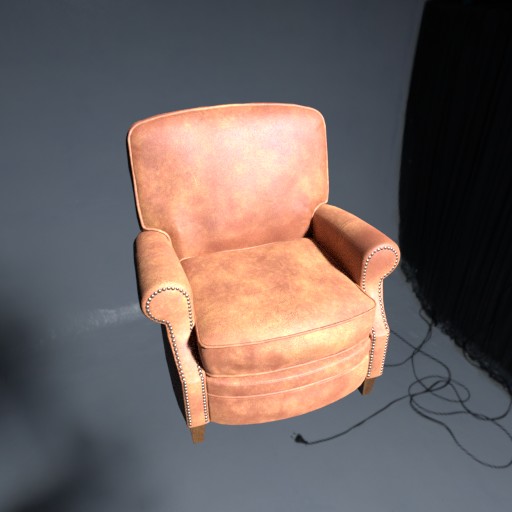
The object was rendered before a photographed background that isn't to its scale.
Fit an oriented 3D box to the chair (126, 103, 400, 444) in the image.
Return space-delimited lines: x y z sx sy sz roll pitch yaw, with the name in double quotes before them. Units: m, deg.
"chair" 0.000 0.000 1.742 0.936 1.018 0.986 -10 33 -16
